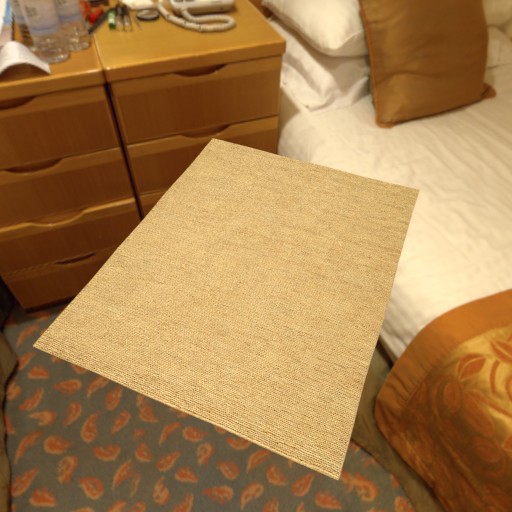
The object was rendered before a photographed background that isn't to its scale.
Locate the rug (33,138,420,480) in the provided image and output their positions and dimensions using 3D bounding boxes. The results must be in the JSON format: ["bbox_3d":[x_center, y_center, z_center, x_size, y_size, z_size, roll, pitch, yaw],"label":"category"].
[{"bbox_3d":[0.000,0.000,3.990,2.406,0.012,3.034,18,50,15],"label":"rug"}]
